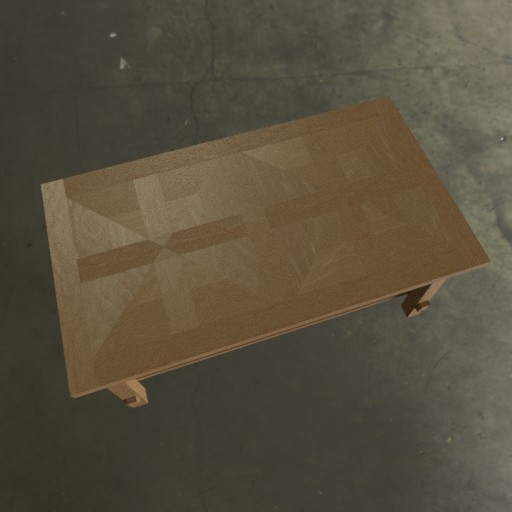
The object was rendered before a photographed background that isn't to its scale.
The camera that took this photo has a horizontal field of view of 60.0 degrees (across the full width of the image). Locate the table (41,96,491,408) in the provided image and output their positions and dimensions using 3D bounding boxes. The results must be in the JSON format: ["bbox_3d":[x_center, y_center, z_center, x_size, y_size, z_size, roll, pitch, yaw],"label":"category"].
[{"bbox_3d":[0.000,0.000,1.635,1.270,0.507,0.711,-16,65,-8],"label":"table"}]
